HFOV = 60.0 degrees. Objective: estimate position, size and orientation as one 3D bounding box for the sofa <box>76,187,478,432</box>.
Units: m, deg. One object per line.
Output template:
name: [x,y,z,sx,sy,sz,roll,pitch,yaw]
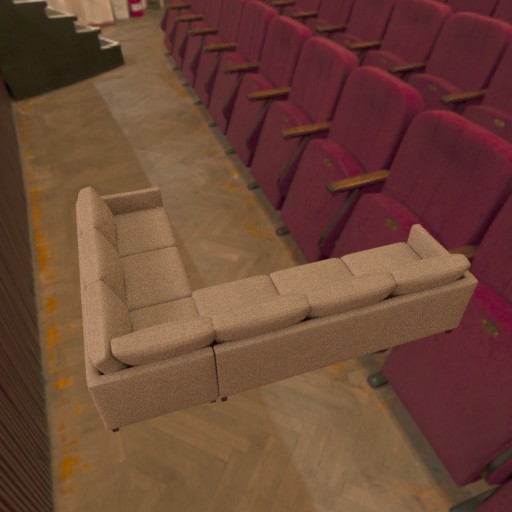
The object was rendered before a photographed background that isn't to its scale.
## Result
sofa: [0.000,0.000,4.504,3.333,0.934,2.522,-13,42,-14]
